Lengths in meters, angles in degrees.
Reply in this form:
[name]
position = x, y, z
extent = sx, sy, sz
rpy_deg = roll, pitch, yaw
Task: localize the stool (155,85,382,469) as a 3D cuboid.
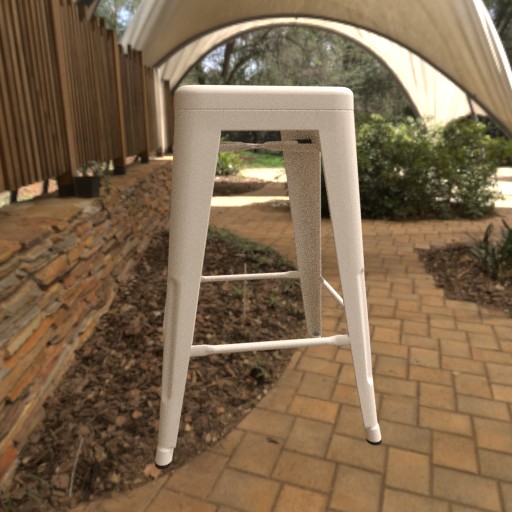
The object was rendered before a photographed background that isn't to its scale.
[stool]
position = 0.000, 0.000, 0.877
extent = 0.406, 0.610, 0.406
rpy_deg = -2, 17, -8
